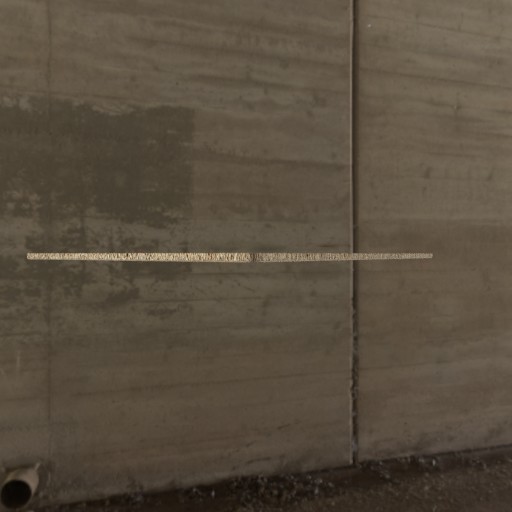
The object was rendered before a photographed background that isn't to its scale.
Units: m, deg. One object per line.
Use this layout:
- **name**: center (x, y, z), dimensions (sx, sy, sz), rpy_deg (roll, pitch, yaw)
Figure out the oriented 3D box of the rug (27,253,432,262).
- **rug**: center (0.000, 0.000, 2.119), dimensions (1.199, 0.025, 1.600), rpy_deg (0, 0, 37)
